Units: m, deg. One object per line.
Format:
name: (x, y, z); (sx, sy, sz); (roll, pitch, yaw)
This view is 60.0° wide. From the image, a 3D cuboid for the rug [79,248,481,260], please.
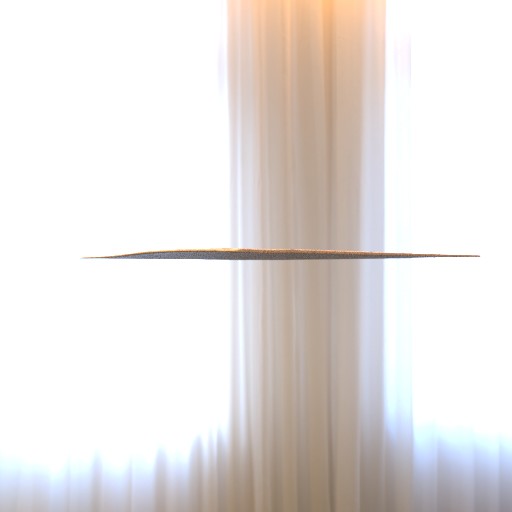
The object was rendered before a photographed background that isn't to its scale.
rug: (0.000, 0.000, 4.192); (2.453, 0.043, 3.052); (1, -1, -36)
